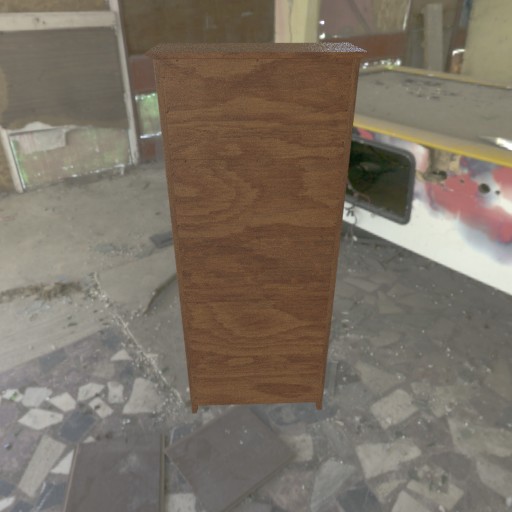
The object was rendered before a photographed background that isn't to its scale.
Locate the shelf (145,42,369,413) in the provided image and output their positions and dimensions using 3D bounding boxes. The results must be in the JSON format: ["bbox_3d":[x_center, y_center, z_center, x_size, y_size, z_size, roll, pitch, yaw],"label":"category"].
[{"bbox_3d":[0.000,0.000,2.225,0.805,1.905,0.335,-1,31,-2],"label":"shelf"}]
